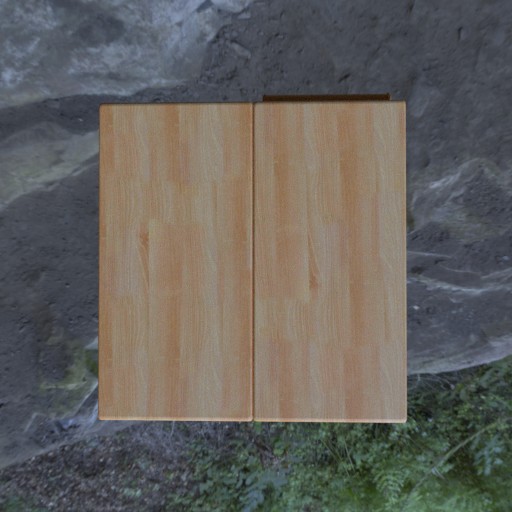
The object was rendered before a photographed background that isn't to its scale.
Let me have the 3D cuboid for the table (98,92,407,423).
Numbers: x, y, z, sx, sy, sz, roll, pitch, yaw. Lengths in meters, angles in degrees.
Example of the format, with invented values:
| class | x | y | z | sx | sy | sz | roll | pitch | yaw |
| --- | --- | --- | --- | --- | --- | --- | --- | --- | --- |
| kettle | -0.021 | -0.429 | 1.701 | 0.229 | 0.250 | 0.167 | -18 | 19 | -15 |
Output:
| class | x | y | z | sx | sy | sz | roll | pitch | yaw |
| --- | --- | --- | --- | --- | --- | --- | --- | --- | --- |
| table | 0.000 | 0.000 | 1.407 | 0.693 | 0.832 | 0.752 | 0 | 89 | 2 |
